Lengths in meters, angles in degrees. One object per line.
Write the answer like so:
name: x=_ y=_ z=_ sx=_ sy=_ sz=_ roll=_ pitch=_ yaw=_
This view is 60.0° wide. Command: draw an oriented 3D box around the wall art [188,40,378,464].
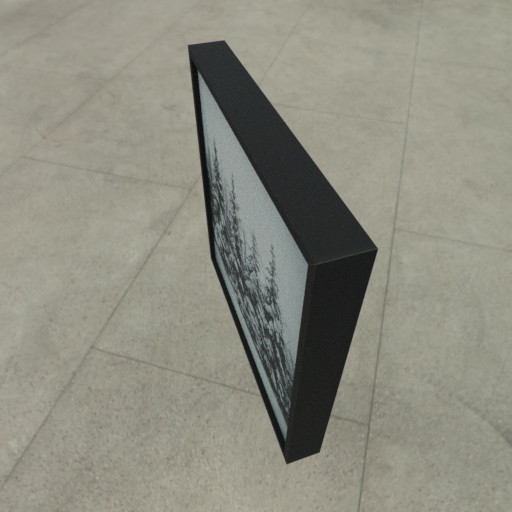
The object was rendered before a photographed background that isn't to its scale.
wall art: x=0.000 y=0.000 z=0.447 sx=0.037 sy=0.305 sz=0.305 roll=-14 pitch=48 yaw=-13
